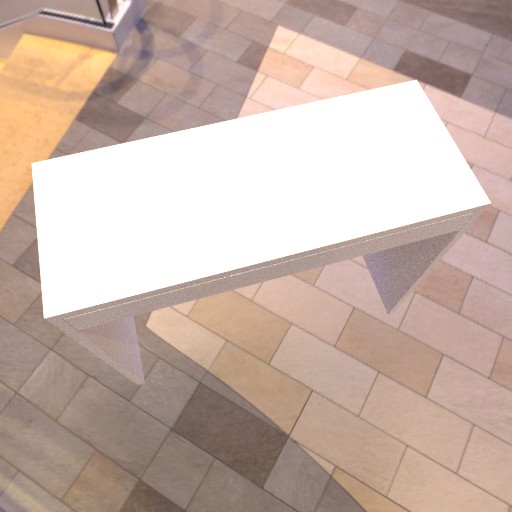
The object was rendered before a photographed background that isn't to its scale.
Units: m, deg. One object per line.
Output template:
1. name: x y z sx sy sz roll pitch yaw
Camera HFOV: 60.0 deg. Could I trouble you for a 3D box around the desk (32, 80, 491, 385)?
1. desk: 0.000 0.000 1.390 1.000 0.790 0.400 -14 65 -7
